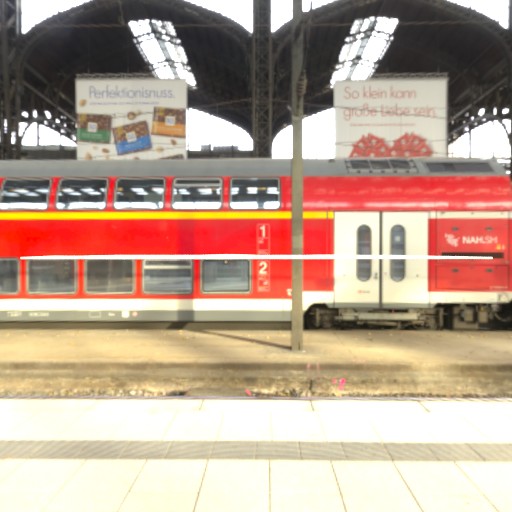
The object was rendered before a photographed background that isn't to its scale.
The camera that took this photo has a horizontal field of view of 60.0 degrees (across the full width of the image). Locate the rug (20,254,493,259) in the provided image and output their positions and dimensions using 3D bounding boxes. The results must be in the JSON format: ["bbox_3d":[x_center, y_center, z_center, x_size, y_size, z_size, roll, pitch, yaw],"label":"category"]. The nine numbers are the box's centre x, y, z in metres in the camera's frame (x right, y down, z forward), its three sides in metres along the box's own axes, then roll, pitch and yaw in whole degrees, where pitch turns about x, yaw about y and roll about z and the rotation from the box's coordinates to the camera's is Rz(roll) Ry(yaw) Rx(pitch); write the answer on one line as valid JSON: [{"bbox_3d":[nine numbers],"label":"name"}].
[{"bbox_3d":[0.000,0.000,2.323,1.825,0.015,1.232,0,0,0],"label":"rug"}]
